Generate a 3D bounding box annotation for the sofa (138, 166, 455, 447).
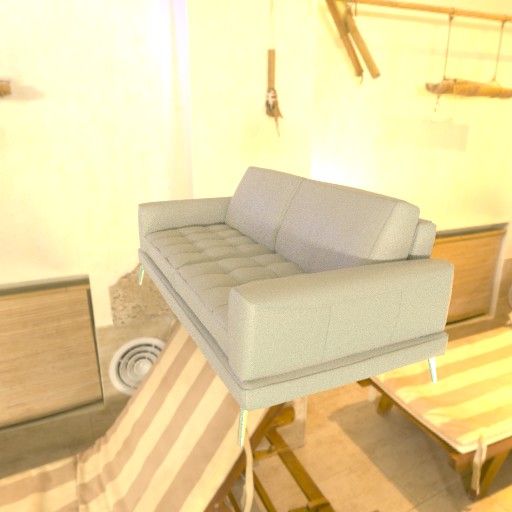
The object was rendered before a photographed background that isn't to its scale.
[{"bbox_3d":[0.000,0.000,2.751,1.121,0.930,2.177,-8,19,-24],"label":"sofa"}]
